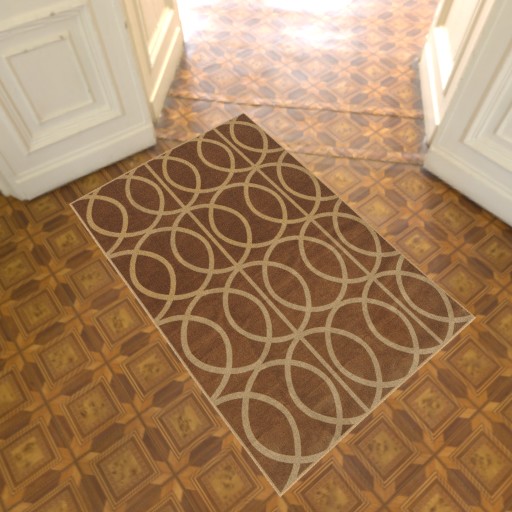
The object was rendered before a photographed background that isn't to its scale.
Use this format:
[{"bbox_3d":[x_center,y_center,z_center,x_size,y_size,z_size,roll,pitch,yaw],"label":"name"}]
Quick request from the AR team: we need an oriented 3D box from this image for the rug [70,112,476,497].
[{"bbox_3d":[0.000,0.000,2.858,1.528,0.014,2.294,-34,64,-19],"label":"rug"}]
